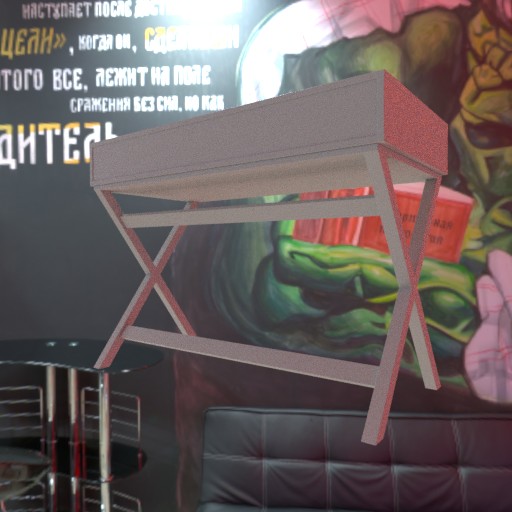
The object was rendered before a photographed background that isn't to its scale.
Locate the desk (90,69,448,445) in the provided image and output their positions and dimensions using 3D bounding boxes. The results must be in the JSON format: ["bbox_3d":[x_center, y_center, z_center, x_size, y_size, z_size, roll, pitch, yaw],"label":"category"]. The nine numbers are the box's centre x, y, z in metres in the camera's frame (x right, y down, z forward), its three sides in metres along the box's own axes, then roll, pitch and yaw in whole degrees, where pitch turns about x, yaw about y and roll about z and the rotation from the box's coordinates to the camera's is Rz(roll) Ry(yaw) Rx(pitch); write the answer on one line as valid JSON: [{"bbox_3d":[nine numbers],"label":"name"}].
[{"bbox_3d":[0.000,0.000,1.440,1.057,0.780,0.525,1,1,37],"label":"desk"}]
